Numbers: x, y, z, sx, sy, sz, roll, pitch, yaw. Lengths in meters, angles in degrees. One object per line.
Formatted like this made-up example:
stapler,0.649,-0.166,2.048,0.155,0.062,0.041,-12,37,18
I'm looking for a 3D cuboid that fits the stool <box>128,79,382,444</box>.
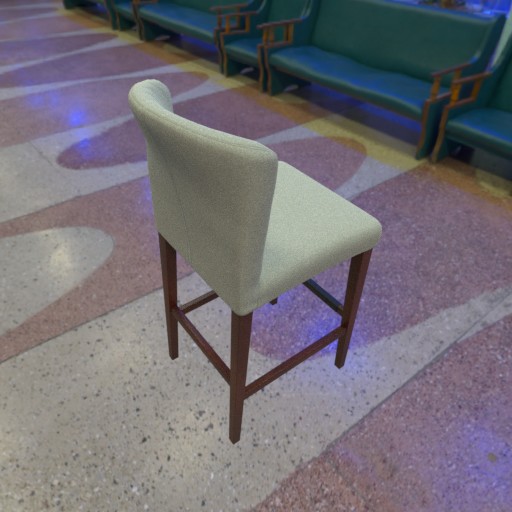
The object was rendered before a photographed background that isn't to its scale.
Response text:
stool,0.000,0.000,1.355,0.568,1.069,0.479,-26,47,-27
